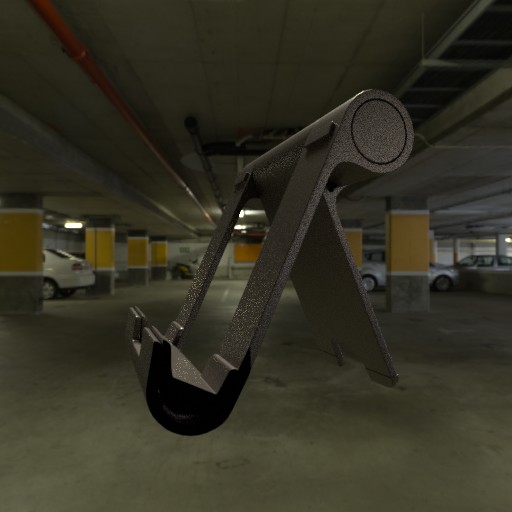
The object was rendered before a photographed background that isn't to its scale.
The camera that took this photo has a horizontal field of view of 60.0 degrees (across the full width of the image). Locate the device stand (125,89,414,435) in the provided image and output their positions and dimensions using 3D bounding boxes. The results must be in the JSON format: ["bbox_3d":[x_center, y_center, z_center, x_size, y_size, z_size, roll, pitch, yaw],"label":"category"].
[{"bbox_3d":[0.000,0.000,0.148,0.079,0.084,0.088,0,-1,-20],"label":"device stand"}]
